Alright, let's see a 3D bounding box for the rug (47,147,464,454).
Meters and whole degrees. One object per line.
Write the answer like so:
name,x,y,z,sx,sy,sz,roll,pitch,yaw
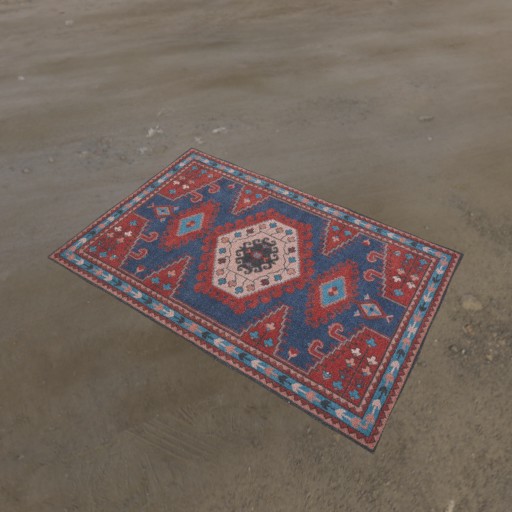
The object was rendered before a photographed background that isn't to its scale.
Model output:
rug,0.000,0.000,2.312,1.820,0.012,1.207,25,52,22
